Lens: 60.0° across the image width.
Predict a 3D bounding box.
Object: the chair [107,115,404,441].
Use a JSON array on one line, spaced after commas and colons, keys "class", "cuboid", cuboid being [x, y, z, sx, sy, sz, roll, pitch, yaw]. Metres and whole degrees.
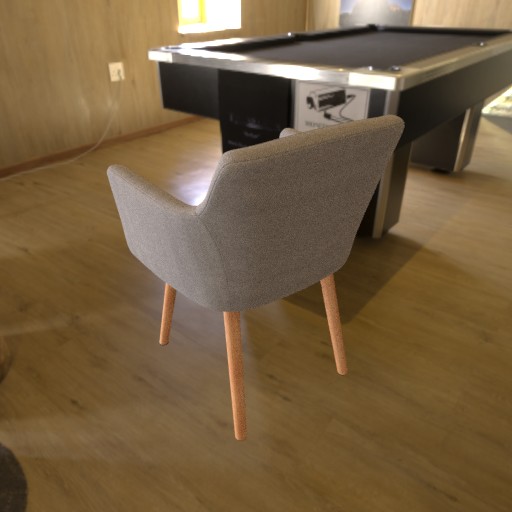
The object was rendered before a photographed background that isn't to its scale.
[{"class": "chair", "cuboid": [0.000, 0.000, 1.170, 0.570, 0.780, 0.540, -21, 37, -30]}]
